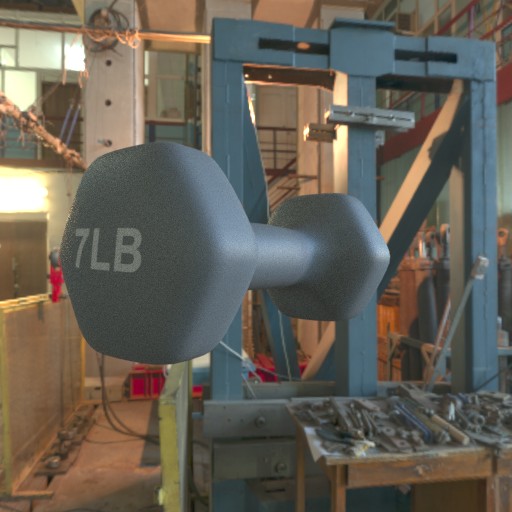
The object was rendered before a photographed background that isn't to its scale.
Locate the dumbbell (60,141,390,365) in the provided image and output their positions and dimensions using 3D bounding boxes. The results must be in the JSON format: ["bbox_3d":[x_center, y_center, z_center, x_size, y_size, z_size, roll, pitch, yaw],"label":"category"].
[{"bbox_3d":[0.000,0.000,0.230,0.090,0.081,0.184,-1,-1,36],"label":"dumbbell"}]
